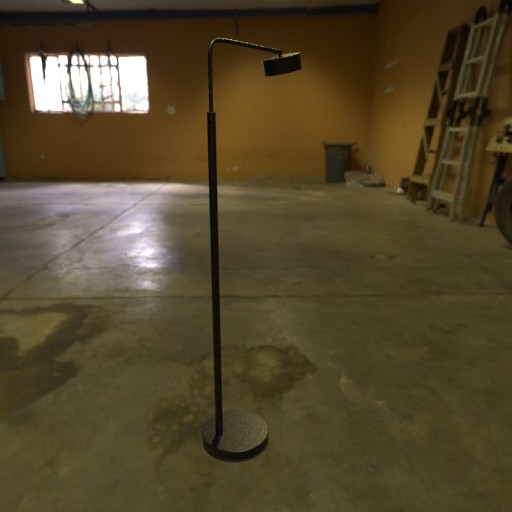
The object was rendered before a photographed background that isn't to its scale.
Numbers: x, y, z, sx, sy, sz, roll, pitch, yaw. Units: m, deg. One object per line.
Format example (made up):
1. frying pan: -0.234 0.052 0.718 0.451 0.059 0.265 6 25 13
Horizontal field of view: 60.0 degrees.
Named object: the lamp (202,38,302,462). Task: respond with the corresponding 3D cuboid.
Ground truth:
1. lamp: 0.000 0.000 1.389 0.219 1.230 0.418 14 20 41
